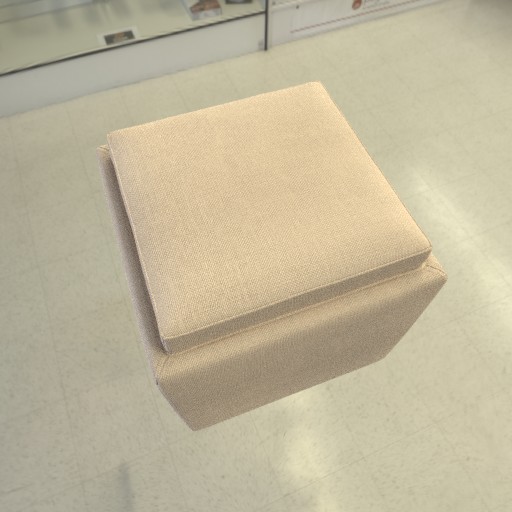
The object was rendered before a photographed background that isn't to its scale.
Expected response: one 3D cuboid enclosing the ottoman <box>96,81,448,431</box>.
[{"bbox_3d":[0.000,0.000,0.834,0.451,0.460,0.450,-18,61,-10],"label":"ottoman"}]
